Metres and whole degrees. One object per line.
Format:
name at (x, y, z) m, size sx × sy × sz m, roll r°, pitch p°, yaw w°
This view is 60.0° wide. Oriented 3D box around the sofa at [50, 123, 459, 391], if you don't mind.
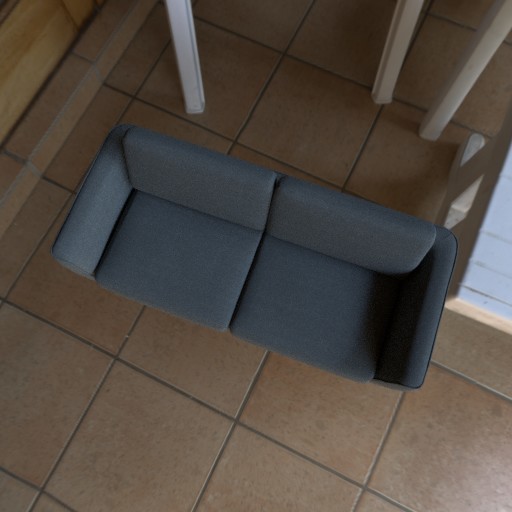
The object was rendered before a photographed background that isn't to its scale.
sofa at (0.000, 0.000, 2.473) m, size 2.000 × 0.850 × 0.920 m, roll 19°, pitch 75°, yaw 5°
